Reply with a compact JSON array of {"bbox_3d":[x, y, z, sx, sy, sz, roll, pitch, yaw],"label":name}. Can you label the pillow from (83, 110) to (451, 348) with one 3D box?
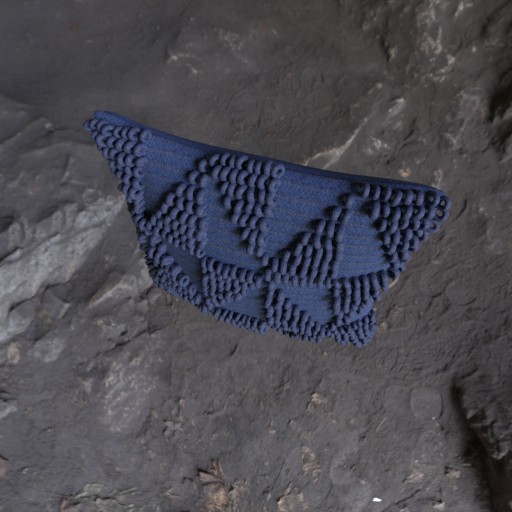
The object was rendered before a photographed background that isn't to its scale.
[{"bbox_3d":[0.000,0.000,0.725,0.469,0.466,0.172,15,59,9],"label":"pillow"}]
